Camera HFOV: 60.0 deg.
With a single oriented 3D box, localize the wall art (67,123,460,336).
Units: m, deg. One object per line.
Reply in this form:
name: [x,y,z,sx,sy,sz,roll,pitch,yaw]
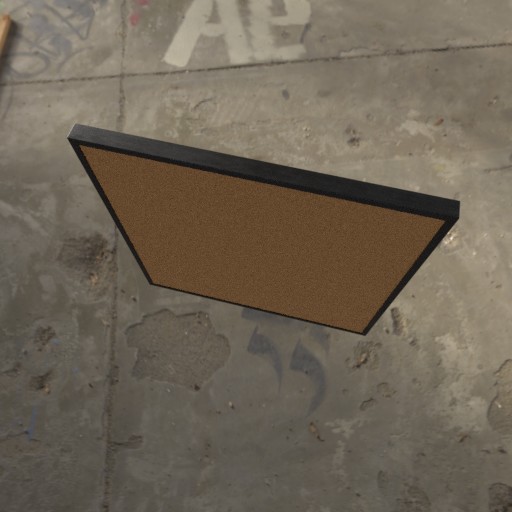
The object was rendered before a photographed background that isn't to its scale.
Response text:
wall art: [0.000,0.000,1.186,0.763,0.763,0.039,13,65,6]
